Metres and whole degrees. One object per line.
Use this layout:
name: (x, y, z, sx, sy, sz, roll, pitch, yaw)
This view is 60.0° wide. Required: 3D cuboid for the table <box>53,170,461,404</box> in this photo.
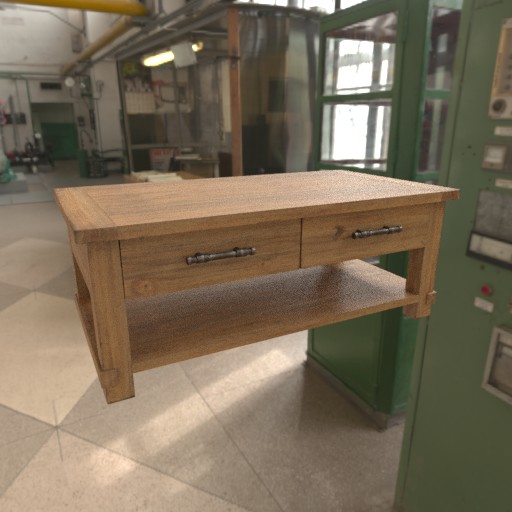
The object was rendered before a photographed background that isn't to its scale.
table: (0.000, 0.000, 1.632, 1.270, 0.494, 0.693, -9, 20, -26)
